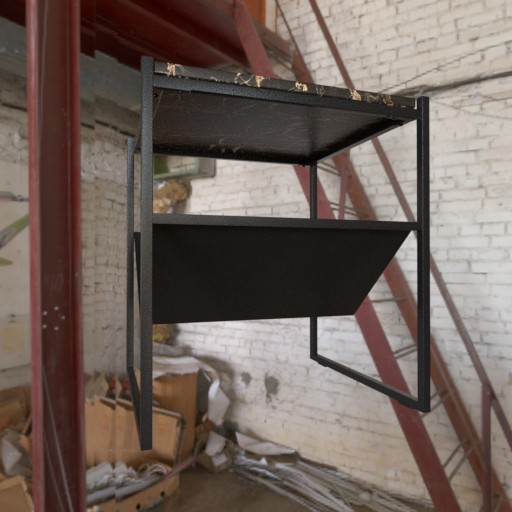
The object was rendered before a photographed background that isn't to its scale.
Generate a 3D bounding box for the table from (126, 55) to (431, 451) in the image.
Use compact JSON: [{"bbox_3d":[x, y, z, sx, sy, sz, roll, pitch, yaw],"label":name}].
[{"bbox_3d":[0.000,0.000,0.869,0.469,0.534,0.432,0,-1,-19],"label":"table"}]
